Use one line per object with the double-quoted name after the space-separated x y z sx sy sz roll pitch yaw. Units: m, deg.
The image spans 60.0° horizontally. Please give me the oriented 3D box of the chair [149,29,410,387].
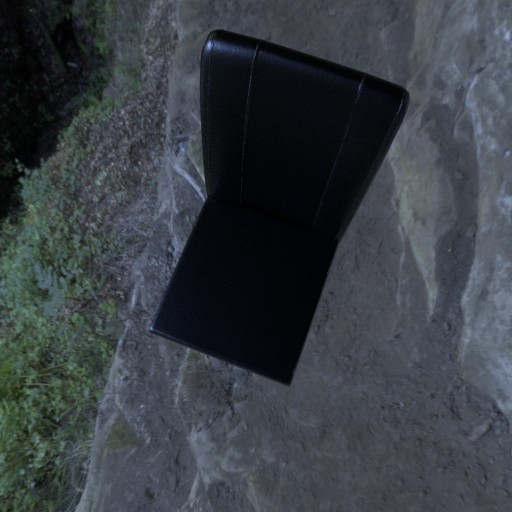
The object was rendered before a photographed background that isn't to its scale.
0.000 0.000 1.157 0.399 0.897 0.556 20 76 5 "chair"
